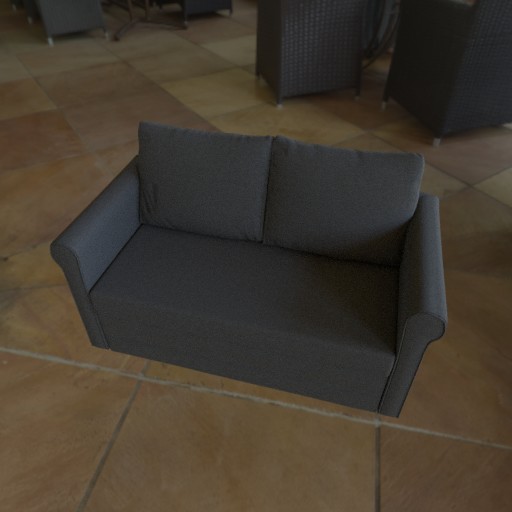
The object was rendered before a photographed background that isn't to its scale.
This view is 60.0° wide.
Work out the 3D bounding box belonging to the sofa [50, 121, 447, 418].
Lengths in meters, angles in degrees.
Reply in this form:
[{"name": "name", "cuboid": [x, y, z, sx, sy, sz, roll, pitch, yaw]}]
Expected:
[{"name": "sofa", "cuboid": [0.000, 0.000, 1.921, 1.460, 0.872, 0.741, 10, 42, 11]}]
